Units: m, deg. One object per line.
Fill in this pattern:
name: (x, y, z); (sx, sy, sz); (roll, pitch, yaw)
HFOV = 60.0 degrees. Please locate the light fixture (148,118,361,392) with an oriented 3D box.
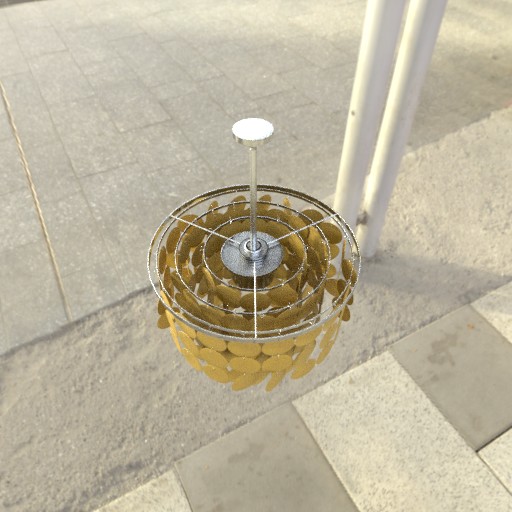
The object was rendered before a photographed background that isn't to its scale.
light fixture: (0.000, 0.000, 0.759); (0.368, 0.492, 0.368); (0, 47, 0)
